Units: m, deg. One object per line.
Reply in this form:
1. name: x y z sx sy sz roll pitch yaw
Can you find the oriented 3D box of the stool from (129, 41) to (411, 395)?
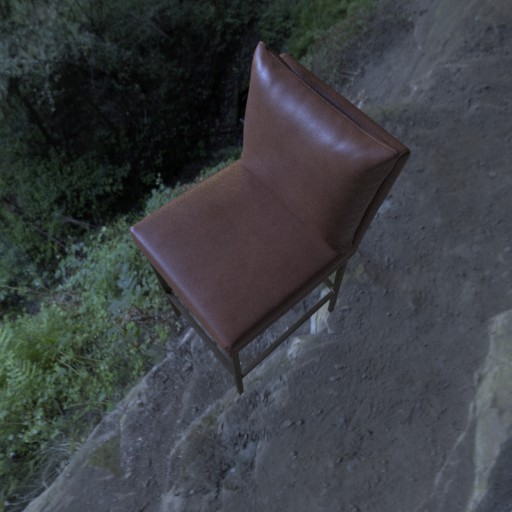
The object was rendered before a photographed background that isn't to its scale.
1. stool: 0.000 0.000 1.419 0.571 1.124 0.463 -37 69 -17
